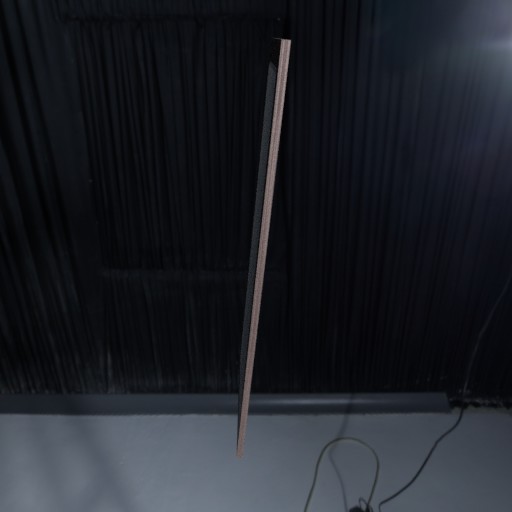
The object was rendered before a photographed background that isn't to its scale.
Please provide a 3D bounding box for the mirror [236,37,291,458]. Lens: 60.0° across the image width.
[{"bbox_3d":[0.000,0.000,2.291,0.221,2.020,0.812,0,27,-1],"label":"mirror"}]
